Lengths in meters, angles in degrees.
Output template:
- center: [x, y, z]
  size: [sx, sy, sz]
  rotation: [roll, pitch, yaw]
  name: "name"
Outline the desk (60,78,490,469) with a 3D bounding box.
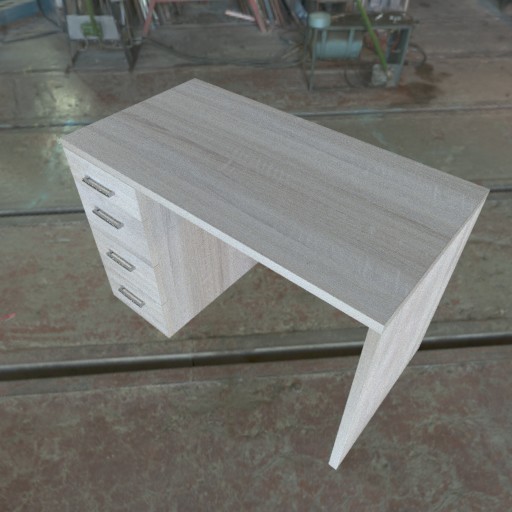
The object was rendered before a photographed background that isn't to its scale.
- center: [0.000, 0.000, 1.506]
  size: [1.100, 0.731, 0.600]
  rotation: [30, 52, 27]
  name: "desk"
